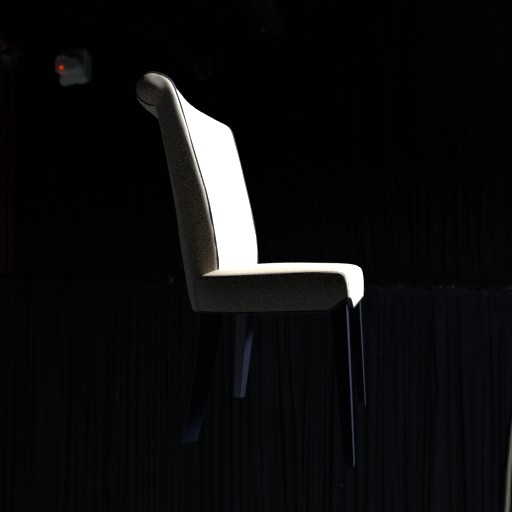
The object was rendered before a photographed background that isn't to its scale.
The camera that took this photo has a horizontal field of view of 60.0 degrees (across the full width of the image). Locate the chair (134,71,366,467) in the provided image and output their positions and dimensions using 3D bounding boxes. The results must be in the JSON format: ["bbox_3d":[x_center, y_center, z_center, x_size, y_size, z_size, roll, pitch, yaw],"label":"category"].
[{"bbox_3d":[0.000,0.000,1.357,0.623,0.997,0.522,0,-1,17],"label":"chair"}]
